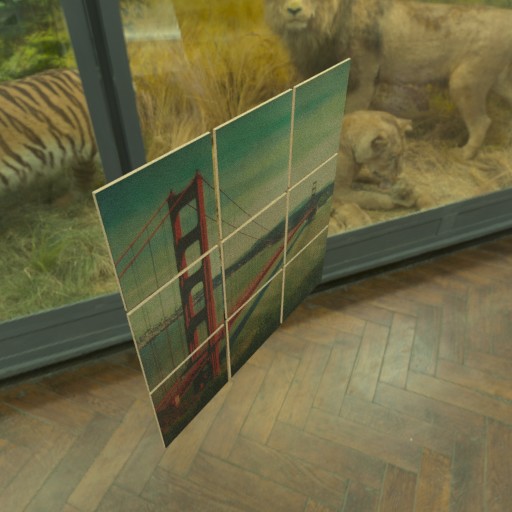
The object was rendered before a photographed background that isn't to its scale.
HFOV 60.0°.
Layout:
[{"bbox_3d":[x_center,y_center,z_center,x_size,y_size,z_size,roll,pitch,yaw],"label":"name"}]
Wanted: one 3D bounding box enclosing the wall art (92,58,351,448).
[{"bbox_3d":[0.000,0.000,2.199,0.014,1.507,1.519,26,47,27],"label":"wall art"}]
